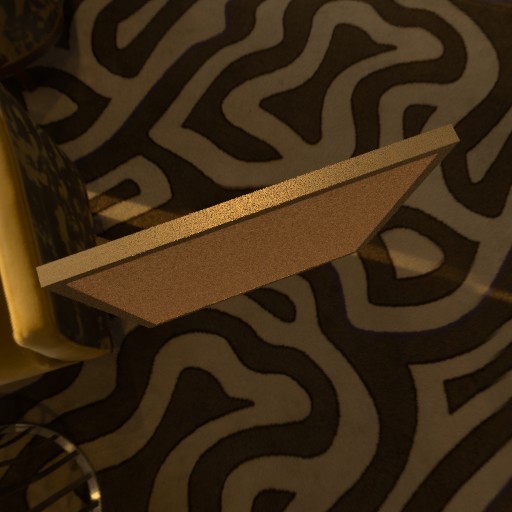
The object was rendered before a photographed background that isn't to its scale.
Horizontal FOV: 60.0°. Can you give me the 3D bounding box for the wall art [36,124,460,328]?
[{"bbox_3d":[0.000,0.000,1.137,0.767,0.765,0.036,-20,77,-5],"label":"wall art"}]
